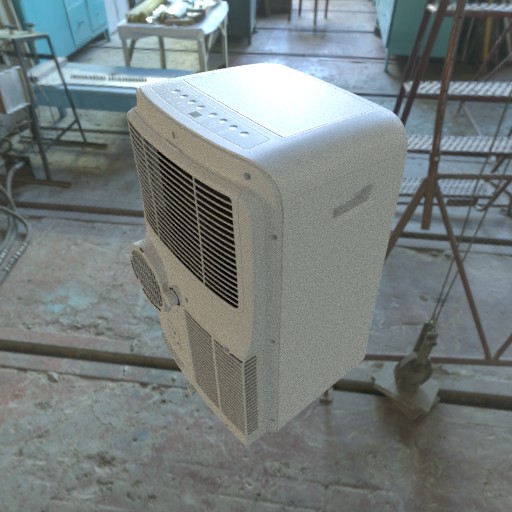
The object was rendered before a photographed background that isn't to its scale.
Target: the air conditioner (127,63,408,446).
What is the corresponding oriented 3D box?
[{"bbox_3d":[0.000,0.000,1.045,0.467,0.765,0.478,-27,48,-27],"label":"air conditioner"}]
